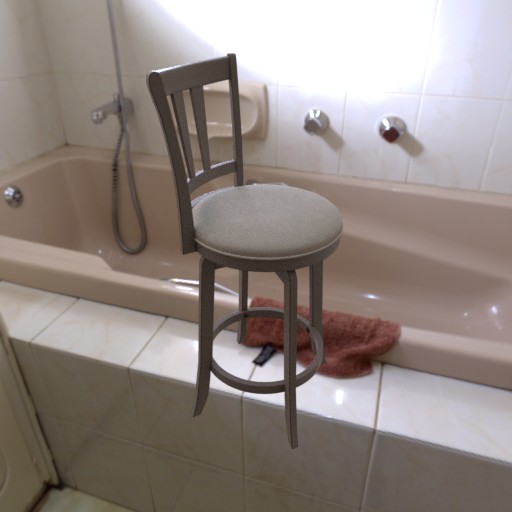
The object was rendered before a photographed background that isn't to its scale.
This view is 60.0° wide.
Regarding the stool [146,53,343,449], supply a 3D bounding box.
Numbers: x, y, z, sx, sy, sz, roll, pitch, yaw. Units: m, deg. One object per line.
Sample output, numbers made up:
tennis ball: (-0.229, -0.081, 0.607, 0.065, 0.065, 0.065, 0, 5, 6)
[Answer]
stool: (0.000, 0.000, 1.277, 0.475, 1.023, 0.436, 11, 31, 18)
